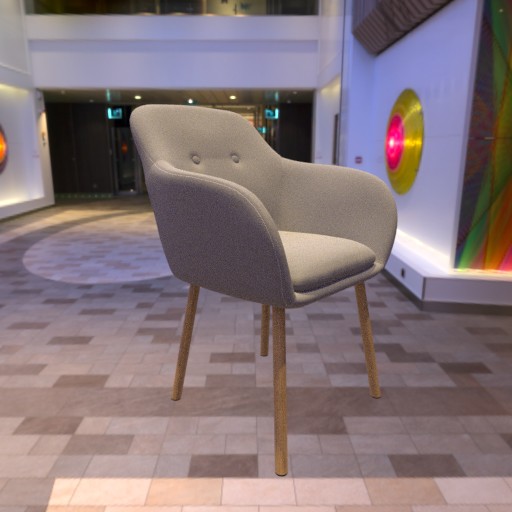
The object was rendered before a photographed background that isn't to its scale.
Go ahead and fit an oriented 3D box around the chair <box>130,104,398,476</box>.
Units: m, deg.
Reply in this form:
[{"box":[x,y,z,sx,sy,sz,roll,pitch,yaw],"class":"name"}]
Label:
[{"box":[0.000,0.000,1.236,0.590,0.830,0.570,12,18,42],"class":"chair"}]
